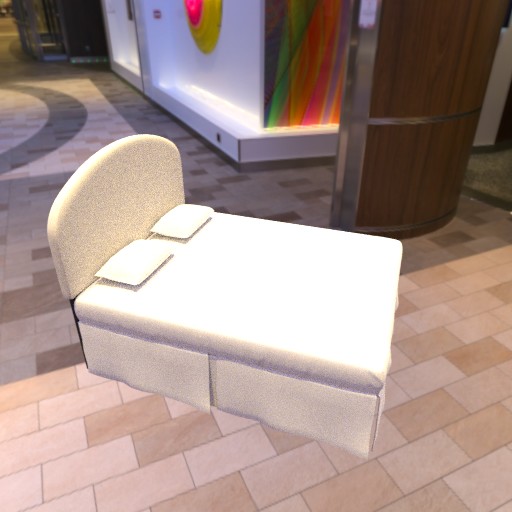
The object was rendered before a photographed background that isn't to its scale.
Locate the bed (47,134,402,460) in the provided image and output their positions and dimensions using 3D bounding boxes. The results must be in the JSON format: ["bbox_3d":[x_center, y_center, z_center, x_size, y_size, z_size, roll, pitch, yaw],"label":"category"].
[{"bbox_3d":[0.000,0.000,3.038,2.005,1.410,1.607,10,31,17],"label":"bed"}]
